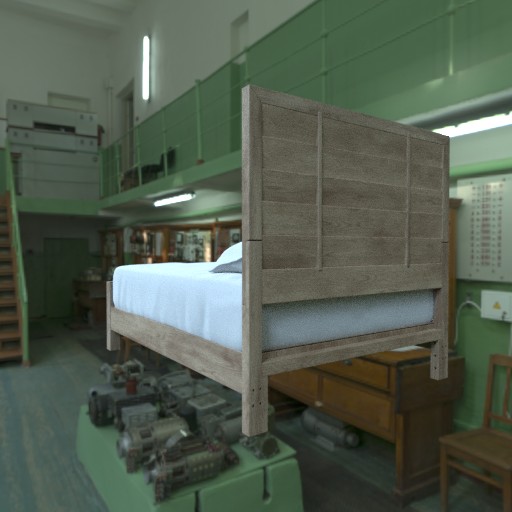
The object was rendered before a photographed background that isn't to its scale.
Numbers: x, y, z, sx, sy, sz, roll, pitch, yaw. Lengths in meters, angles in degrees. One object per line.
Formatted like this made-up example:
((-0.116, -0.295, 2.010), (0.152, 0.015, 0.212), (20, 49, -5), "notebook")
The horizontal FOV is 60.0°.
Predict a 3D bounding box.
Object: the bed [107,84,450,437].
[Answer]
((0.000, 0.000, 3.401), (1.626, 1.626, 2.197), (-1, 1, -35), "bed")
